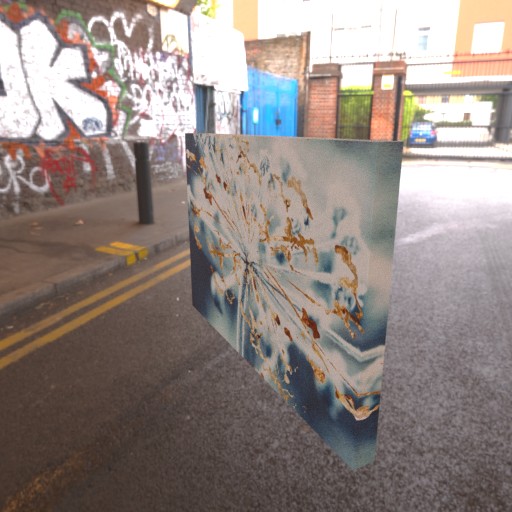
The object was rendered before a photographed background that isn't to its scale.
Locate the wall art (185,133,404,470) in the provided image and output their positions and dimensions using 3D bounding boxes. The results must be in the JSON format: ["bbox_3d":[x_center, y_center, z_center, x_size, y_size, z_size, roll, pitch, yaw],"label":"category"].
[{"bbox_3d":[0.000,0.000,0.774,0.036,0.405,0.607,-8,18,-26],"label":"wall art"}]
